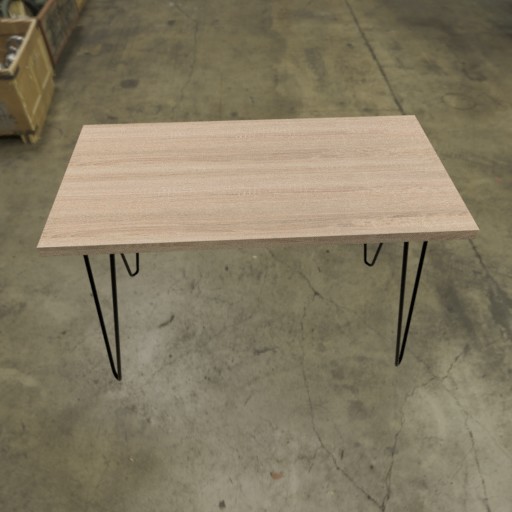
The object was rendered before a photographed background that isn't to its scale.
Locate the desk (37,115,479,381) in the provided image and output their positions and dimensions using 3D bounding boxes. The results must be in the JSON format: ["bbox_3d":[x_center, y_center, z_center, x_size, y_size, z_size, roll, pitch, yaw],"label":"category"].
[{"bbox_3d":[0.000,0.000,1.401,0.991,0.660,0.499,-2,48,-2],"label":"desk"}]
